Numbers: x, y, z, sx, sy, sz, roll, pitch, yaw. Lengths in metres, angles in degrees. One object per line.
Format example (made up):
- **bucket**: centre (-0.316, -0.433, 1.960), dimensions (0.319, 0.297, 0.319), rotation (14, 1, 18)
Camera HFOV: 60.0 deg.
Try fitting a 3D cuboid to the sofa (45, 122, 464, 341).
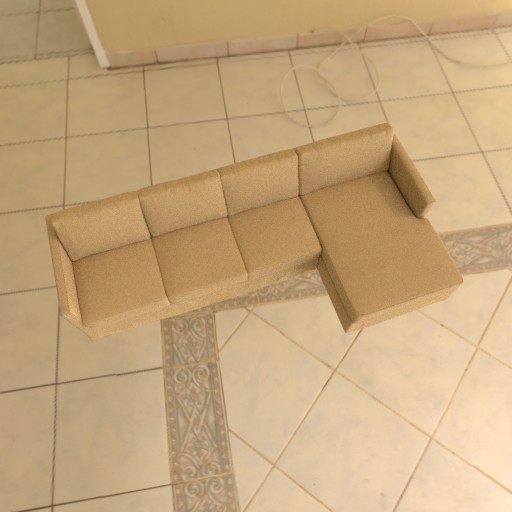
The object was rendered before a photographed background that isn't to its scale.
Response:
- **sofa**: centre (0.000, 0.000, 3.803), dimensions (3.177, 0.867, 1.622), rotation (-17, 65, -8)
